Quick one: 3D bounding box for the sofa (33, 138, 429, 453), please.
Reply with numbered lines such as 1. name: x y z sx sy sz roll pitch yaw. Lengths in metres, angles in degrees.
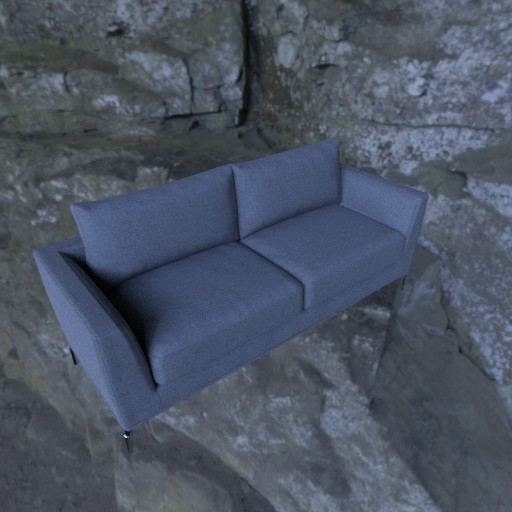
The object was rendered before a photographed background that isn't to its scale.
1. sofa: 0.000 0.000 2.656 2.212 1.002 0.869 -22 38 -32
